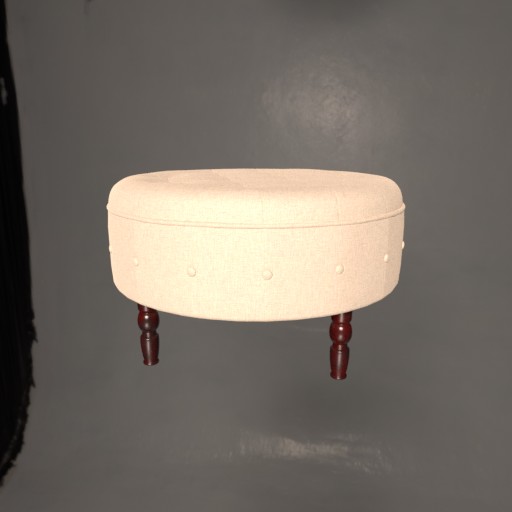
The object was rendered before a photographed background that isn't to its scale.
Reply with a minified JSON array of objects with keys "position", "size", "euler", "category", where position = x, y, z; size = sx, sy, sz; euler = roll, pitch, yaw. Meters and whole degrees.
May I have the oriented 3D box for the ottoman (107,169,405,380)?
[{"position":[0.000,0.000,1.364],"size":[0.848,0.494,0.848],"euler":[0,14,0],"category":"ottoman"}]
